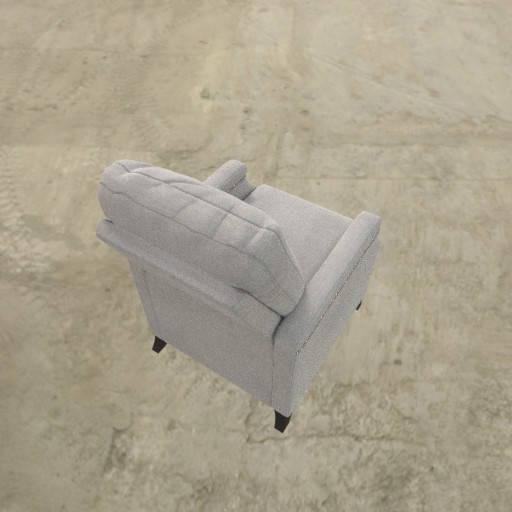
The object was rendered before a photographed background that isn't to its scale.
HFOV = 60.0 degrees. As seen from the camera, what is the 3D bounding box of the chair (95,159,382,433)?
[{"bbox_3d":[0.000,0.000,1.678,0.710,1.049,0.922,26,52,22],"label":"chair"}]
